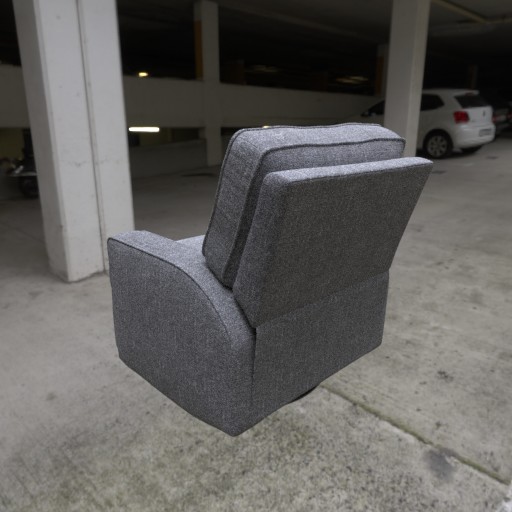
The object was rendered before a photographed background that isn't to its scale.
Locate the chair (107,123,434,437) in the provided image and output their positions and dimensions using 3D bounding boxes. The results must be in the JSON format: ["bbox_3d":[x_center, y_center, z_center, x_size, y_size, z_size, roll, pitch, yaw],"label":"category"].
[{"bbox_3d":[0.000,0.000,1.673,0.861,0.962,0.964,-16,23,-42],"label":"chair"}]
